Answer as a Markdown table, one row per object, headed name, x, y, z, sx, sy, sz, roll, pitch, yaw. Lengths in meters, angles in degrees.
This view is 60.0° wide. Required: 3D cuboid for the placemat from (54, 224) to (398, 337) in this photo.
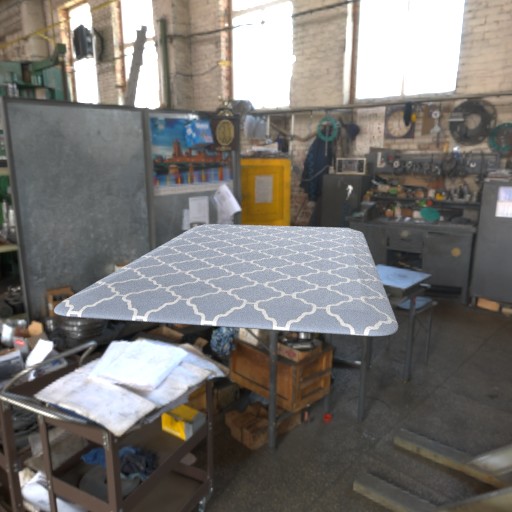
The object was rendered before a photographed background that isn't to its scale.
| name | x | y | z | sx | sy | sz | roll | pitch | yaw |
| --- | --- | --- | --- | --- | --- | --- | --- | --- | --- |
| placemat | 0.000 | 0.000 | 0.974 | 0.508 | 0.021 | 0.762 | 2 | 14 | 9 |
